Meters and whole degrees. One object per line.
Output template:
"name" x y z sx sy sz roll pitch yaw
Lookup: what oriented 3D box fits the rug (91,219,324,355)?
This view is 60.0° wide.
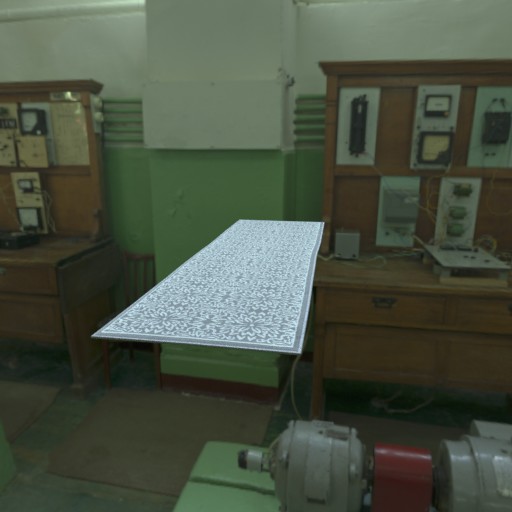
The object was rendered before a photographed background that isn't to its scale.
"rug" 0.000 0.000 2.380 0.662 0.011 2.196 3 15 10
